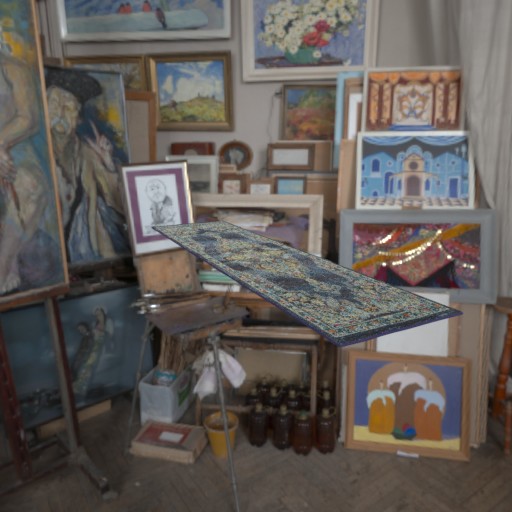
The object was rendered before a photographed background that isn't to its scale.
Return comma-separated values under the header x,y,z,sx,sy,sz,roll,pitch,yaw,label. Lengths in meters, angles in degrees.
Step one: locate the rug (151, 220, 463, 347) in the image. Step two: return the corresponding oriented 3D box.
x,y,z,sx,sy,sz,roll,pitch,yaw,label
0.000,0.000,2.535,0.602,0.016,2.283,-8,16,-27,rug
